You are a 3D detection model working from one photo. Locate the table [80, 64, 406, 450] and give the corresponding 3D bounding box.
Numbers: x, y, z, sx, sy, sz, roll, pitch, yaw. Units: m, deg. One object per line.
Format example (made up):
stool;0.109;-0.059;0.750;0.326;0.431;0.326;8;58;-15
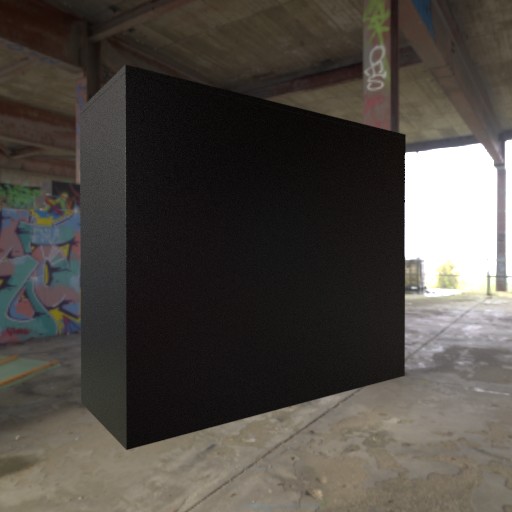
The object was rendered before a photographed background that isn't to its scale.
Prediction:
table;0.000;0.000;1.334;0.930;0.790;0.380;0;1;-36
